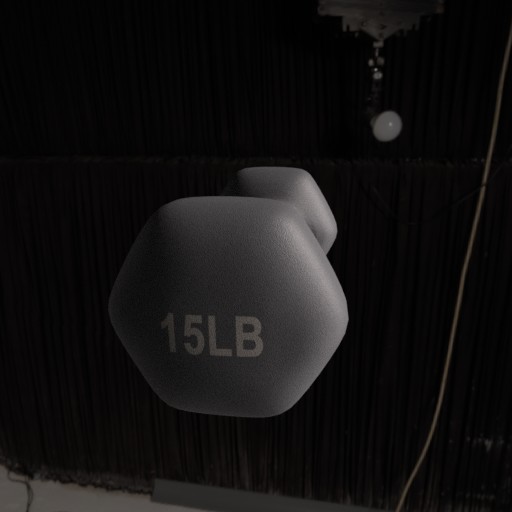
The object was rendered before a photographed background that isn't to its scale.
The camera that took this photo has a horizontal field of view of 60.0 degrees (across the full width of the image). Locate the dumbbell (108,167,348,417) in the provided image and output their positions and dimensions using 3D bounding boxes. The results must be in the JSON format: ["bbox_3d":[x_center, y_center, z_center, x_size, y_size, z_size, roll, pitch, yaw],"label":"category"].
[{"bbox_3d":[0.000,0.000,0.303,0.116,0.105,0.240,2,16,9],"label":"dumbbell"}]
